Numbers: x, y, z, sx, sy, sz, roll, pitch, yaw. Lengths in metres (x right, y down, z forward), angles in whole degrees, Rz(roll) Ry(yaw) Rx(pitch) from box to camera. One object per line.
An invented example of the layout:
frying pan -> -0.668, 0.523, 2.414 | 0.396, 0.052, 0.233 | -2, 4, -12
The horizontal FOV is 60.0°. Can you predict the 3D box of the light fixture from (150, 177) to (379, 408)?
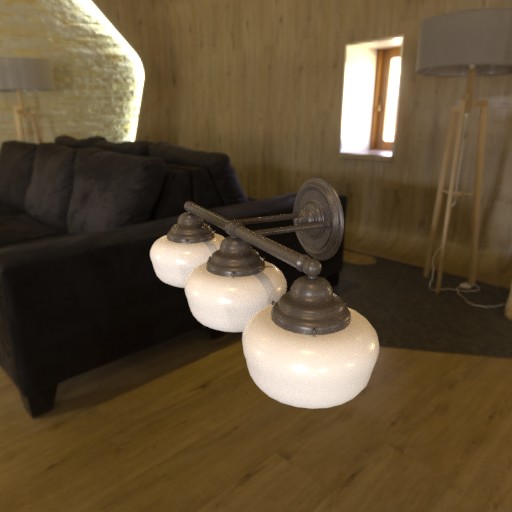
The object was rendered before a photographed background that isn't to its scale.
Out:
light fixture -> 0.000, 0.000, 0.723 | 0.239, 0.242, 0.587 | -9, 19, -26
